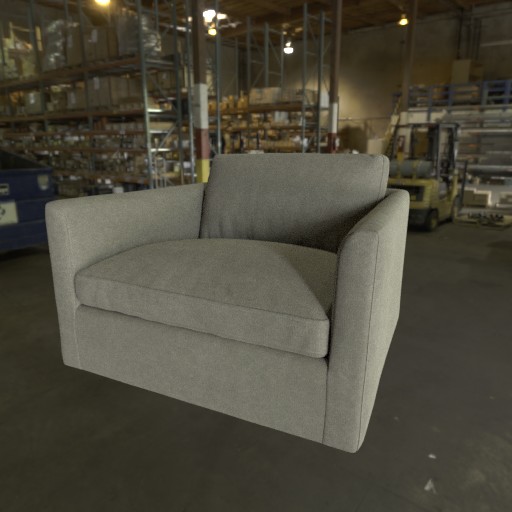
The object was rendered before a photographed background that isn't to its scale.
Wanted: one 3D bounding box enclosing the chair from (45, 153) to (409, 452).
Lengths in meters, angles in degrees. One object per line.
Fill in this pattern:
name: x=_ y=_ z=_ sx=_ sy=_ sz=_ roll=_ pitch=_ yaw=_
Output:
chair: x=0.000 y=0.000 z=1.837 sx=1.190 sy=0.845 sz=1.091 roll=7 pitch=16 yaw=26
